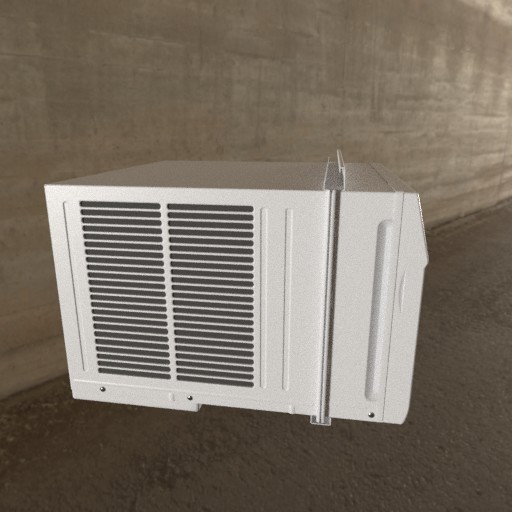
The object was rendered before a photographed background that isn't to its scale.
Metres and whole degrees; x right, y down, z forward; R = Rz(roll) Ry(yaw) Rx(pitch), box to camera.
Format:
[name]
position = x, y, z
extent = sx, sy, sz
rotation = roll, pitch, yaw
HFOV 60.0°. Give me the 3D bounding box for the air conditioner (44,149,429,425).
[air conditioner]
position = 0.000, 0.000, 0.871
extent = 0.546, 0.388, 0.503
rotation = 3, 16, 9
